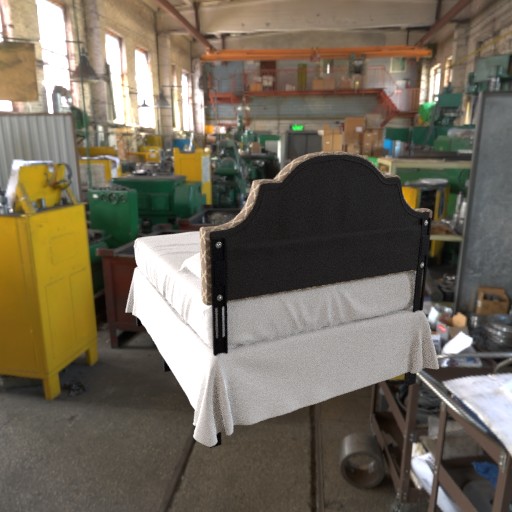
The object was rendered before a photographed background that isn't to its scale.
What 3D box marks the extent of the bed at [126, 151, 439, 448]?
[{"bbox_3d":[0.000,0.000,3.490,1.780,1.633,2.222,-7,16,-26],"label":"bed"}]
